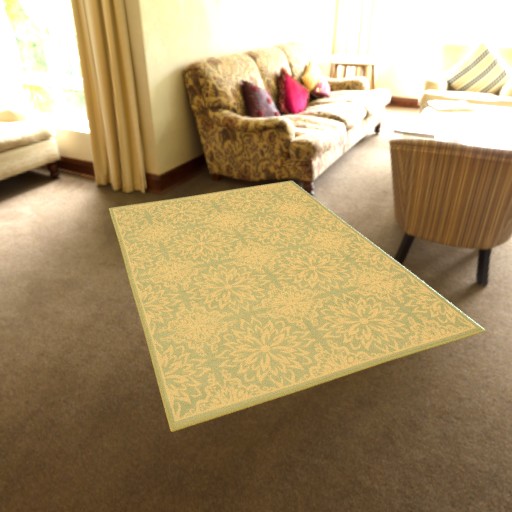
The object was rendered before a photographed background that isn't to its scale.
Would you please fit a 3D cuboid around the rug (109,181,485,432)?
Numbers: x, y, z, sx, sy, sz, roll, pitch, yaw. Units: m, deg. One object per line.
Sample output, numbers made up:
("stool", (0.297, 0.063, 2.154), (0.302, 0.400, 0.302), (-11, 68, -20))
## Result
("rug", (0.000, 0.000, 2.834), (1.589, 0.014, 2.205), (-12, 33, -19))
